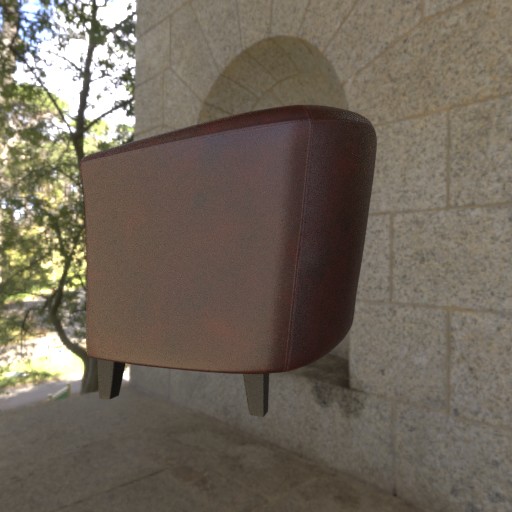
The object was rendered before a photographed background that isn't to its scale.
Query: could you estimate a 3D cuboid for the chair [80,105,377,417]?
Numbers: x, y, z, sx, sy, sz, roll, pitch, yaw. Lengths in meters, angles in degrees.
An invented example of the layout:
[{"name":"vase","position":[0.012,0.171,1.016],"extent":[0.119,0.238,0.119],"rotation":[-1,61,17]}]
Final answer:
[{"name":"chair","position":[0.000,0.000,1.385],"extent":[0.727,0.756,0.792],"rotation":[0,0,18]}]
